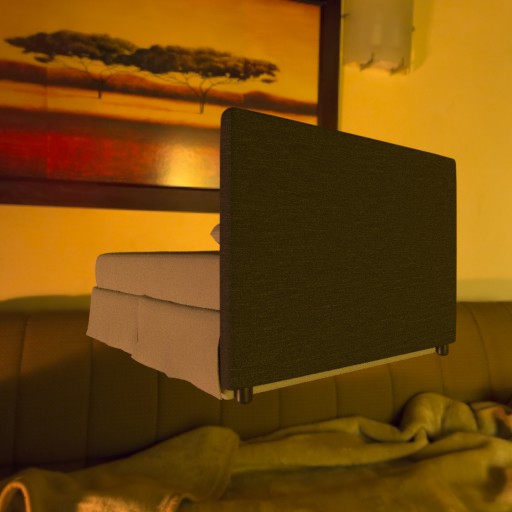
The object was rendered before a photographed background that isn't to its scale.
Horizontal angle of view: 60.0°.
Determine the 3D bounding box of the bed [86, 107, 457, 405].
[{"bbox_3d":[0.000,0.000,3.285,1.884,1.330,2.142,0,0,-36],"label":"bed"}]
